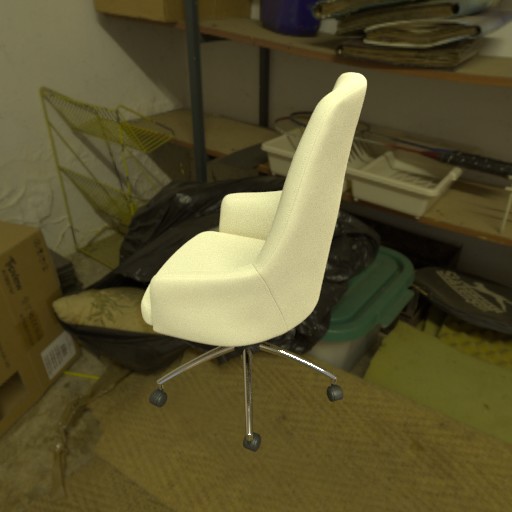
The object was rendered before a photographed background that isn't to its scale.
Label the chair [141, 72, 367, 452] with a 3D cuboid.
[{"bbox_3d":[0.000,0.000,1.378,0.640,1.049,0.620,8,31,14],"label":"chair"}]
